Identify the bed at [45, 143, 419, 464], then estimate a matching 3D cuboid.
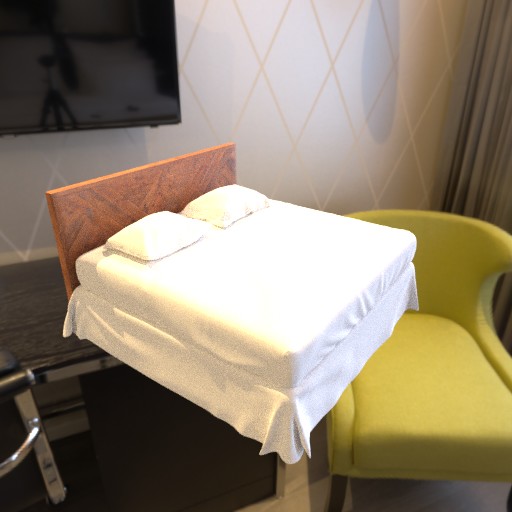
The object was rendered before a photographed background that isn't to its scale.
[{"bbox_3d":[0.000,0.000,3.471,2.165,1.158,2.255,18,31,32],"label":"bed"}]
